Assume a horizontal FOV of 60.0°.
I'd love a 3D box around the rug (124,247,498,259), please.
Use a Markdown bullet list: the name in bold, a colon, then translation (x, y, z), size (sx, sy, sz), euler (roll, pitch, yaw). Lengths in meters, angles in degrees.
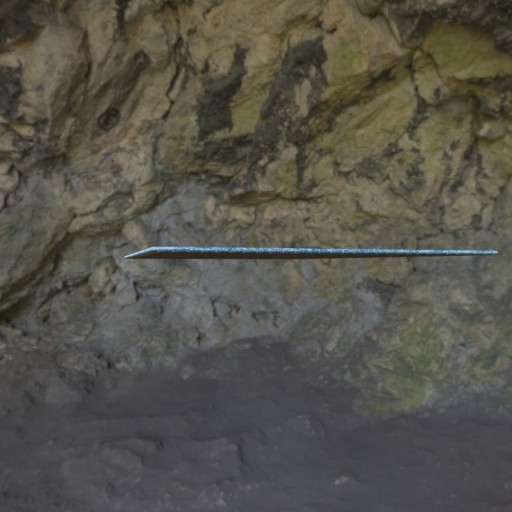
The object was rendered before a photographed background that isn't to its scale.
- **rug**: translation (0.000, 0.000, 2.260), size (1.219, 0.016, 1.829), euler (0, -1, -19)
